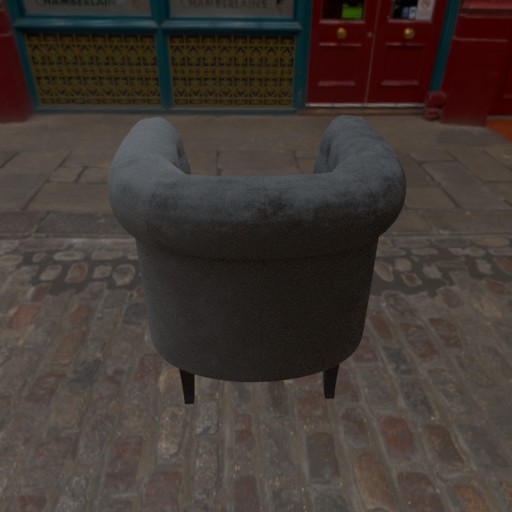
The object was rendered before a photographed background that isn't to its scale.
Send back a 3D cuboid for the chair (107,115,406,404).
[{"bbox_3d":[0.000,0.000,1.547,0.904,0.826,0.851,-1,31,-2],"label":"chair"}]
